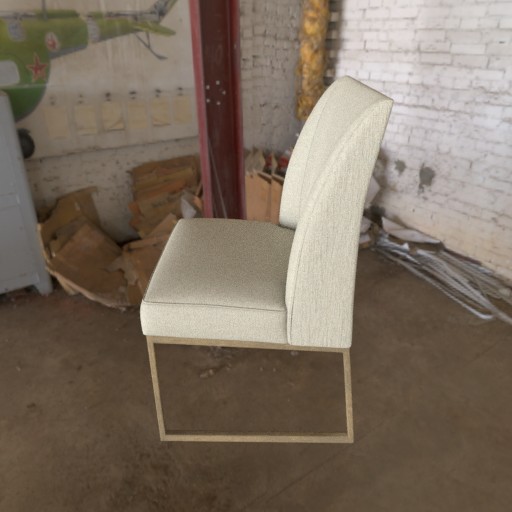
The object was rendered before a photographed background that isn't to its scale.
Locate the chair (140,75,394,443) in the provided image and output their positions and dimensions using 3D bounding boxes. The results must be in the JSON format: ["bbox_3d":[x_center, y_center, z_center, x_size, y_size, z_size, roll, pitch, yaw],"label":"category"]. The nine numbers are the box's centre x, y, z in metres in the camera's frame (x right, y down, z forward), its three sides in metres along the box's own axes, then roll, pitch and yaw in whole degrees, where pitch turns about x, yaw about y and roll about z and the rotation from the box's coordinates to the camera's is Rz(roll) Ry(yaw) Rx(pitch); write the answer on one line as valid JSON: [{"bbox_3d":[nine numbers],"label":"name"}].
[{"bbox_3d":[0.000,0.000,1.186,0.522,0.863,0.508,0,27,1],"label":"chair"}]
